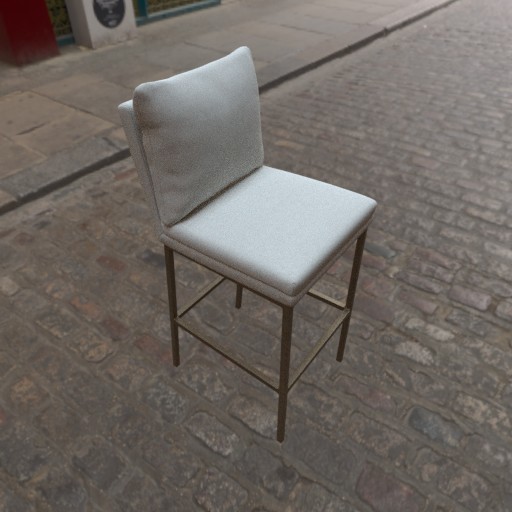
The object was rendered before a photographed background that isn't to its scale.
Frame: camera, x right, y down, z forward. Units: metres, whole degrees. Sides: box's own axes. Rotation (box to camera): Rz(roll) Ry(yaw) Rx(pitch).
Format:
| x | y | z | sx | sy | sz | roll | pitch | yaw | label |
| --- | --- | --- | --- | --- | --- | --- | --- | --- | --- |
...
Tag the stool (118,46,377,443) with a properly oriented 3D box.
| x | y | z | sx | sy | sz | roll | pitch | yaw | label |
| --- | --- | --- | --- | --- | --- | --- | --- | --- | --- |
| 0.000 | 0.000 | 1.431 | 0.572 | 1.125 | 0.463 | 25 | 46 | 27 | stool |
